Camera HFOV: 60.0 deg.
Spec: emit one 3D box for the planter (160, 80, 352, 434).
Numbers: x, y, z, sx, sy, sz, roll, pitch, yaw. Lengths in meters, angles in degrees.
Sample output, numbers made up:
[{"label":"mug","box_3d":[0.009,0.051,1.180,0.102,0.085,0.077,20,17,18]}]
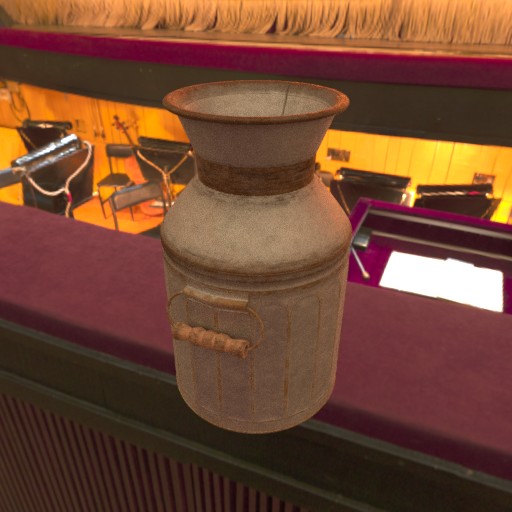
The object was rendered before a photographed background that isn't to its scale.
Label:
[{"label":"planter","box_3d":[0.000,0.000,0.516,0.215,0.358,0.248,12,33,19]}]
